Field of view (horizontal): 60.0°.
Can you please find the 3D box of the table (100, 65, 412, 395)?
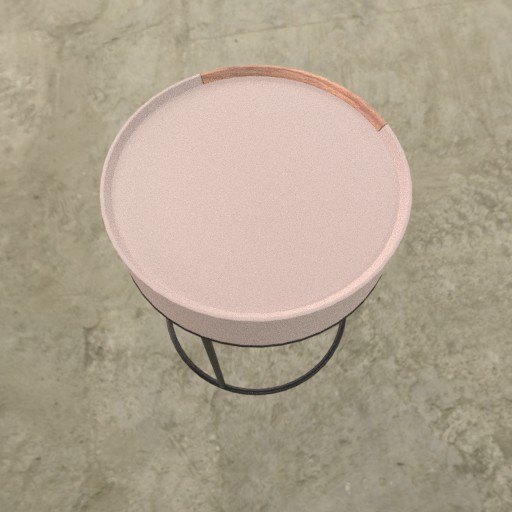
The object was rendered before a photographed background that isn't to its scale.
[{"bbox_3d":[0.000,0.000,0.877,0.450,0.530,0.450,0,63,0],"label":"table"}]
